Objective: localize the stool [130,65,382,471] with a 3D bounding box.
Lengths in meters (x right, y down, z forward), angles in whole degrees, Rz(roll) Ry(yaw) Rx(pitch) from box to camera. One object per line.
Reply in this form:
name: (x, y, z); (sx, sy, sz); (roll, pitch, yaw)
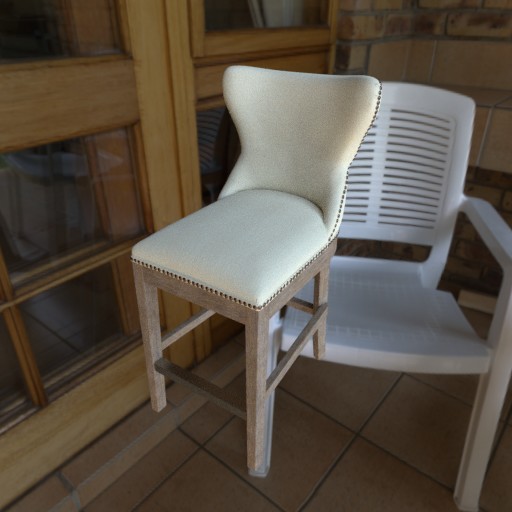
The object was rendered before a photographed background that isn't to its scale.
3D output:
stool: (0.000, 0.000, 1.315); (0.498, 0.981, 0.608); (18, 34, 29)
